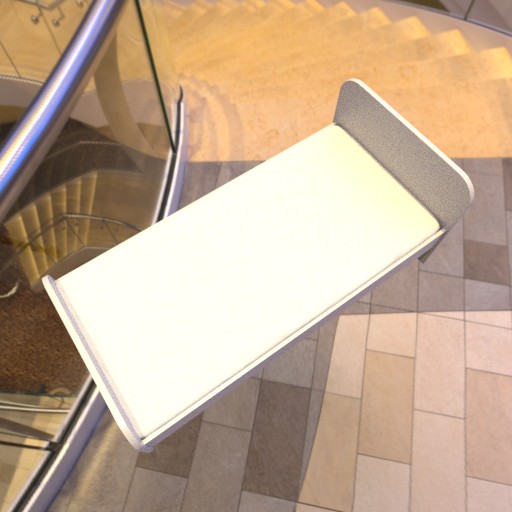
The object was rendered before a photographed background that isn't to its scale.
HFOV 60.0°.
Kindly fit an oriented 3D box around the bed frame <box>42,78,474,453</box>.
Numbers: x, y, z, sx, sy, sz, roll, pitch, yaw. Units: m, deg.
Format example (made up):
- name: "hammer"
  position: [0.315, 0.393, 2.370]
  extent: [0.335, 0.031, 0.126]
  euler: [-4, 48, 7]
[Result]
- name: "bed frame"
  position: [0.000, 0.000, 2.408]
  extent: [1.963, 0.805, 0.998]
  euler: [-32, 68, -15]
